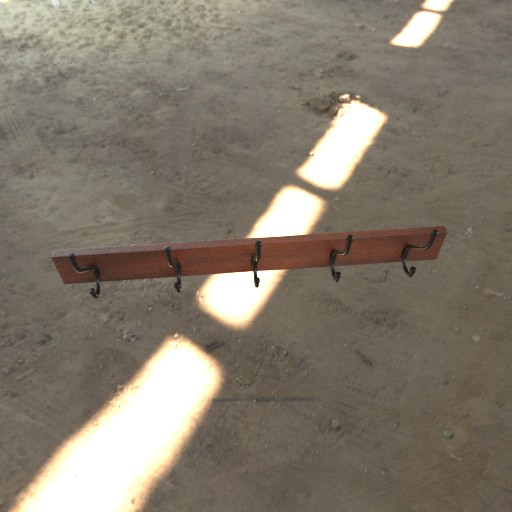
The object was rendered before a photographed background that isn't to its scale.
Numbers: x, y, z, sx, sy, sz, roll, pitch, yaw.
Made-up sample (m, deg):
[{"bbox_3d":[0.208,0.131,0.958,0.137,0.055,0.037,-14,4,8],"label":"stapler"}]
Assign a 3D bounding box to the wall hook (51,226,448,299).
[{"bbox_3d":[0.000,0.000,0.623,0.571,0.117,0.071,-4,47,-3],"label":"wall hook"}]
